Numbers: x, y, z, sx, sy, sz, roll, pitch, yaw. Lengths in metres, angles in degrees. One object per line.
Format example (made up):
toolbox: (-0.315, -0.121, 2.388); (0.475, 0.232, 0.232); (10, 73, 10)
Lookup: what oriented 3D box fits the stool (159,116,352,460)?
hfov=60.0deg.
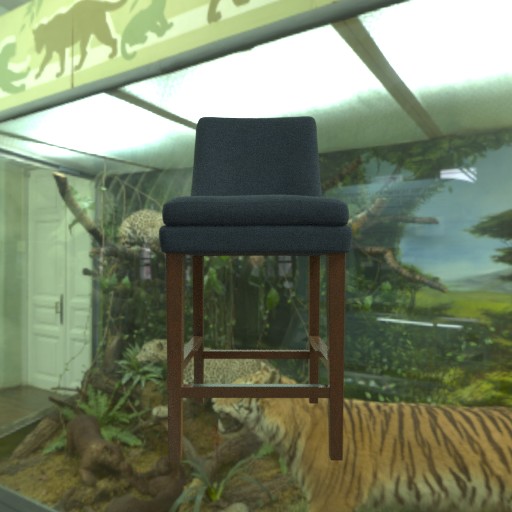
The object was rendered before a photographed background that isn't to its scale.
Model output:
stool: (0.000, 0.000, 1.318); (0.470, 0.981, 0.577); (0, 0, 0)
